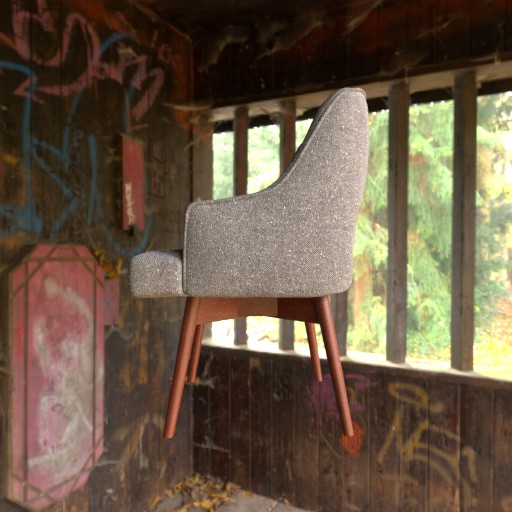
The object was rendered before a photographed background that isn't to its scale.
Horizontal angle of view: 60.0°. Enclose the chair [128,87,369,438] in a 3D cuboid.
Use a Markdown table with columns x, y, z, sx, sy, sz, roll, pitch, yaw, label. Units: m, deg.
| x | y | z | sx | sy | sz | roll | pitch | yaw | label |
| --- | --- | --- | --- | --- | --- | --- | --- | --- | --- |
| 0.000 | 0.000 | 1.305 | 0.629 | 0.875 | 0.608 | 0 | 1 | -1 | chair |
